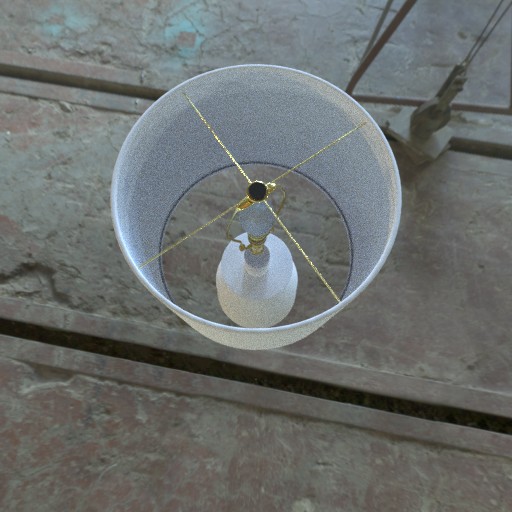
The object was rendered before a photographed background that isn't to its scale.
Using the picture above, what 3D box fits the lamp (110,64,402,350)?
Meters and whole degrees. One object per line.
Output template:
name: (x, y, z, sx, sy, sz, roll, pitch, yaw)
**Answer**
lamp: (0.000, 0.000, 0.714, 0.301, 0.533, 0.301, -34, 77, -9)
